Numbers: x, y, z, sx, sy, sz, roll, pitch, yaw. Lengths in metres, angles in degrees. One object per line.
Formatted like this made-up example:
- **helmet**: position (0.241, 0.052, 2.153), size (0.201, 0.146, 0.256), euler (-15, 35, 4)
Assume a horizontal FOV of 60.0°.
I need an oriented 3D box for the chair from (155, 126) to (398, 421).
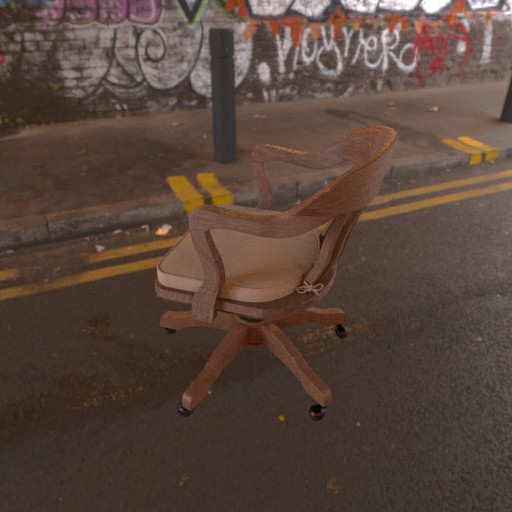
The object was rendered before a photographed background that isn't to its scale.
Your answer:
- **chair**: position (0.000, 0.000, 1.498), size (0.788, 0.878, 0.750), euler (8, 31, 14)
